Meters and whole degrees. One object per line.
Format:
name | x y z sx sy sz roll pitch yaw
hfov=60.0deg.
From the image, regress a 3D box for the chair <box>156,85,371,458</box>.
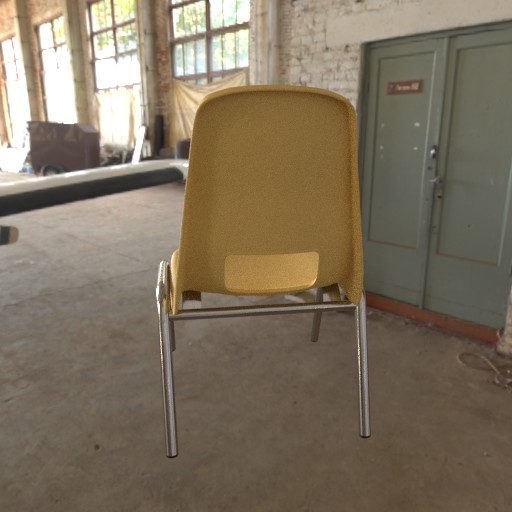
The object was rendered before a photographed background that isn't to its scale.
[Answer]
chair | 0.000 0.000 0.789 0.354 0.536 0.385 -2 16 -8
